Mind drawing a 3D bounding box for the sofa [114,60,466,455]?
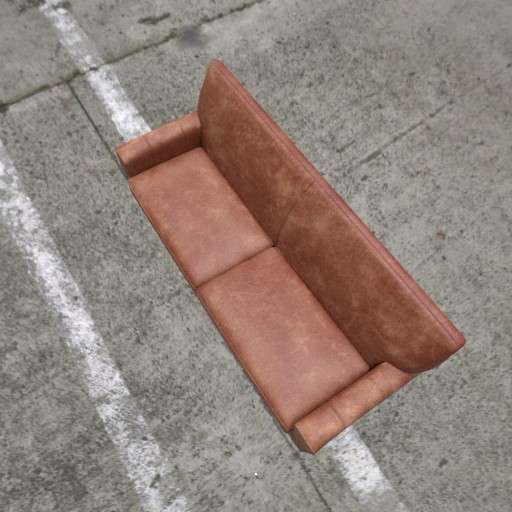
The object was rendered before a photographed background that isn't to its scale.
[{"bbox_3d":[0.000,0.000,2.554,0.805,0.947,2.053,-30,68,-14],"label":"sofa"}]
